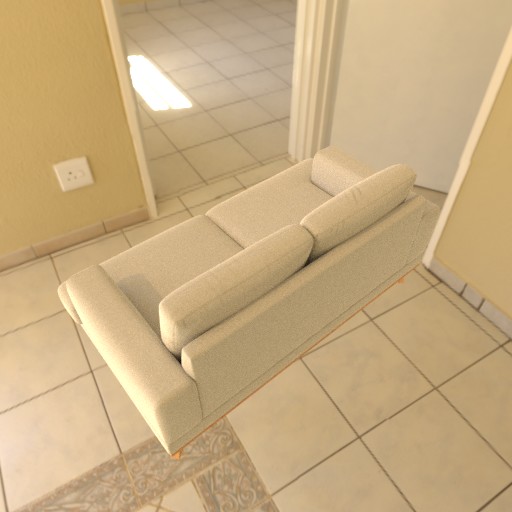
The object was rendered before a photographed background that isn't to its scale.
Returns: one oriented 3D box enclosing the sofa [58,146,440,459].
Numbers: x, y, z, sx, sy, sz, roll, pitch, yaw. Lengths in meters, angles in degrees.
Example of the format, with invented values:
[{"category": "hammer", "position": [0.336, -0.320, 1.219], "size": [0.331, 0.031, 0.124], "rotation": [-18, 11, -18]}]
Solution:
[{"category": "sofa", "position": [0.000, 0.000, 2.133], "size": [1.651, 0.810, 0.915], "rotation": [-31, 53, -27]}]
